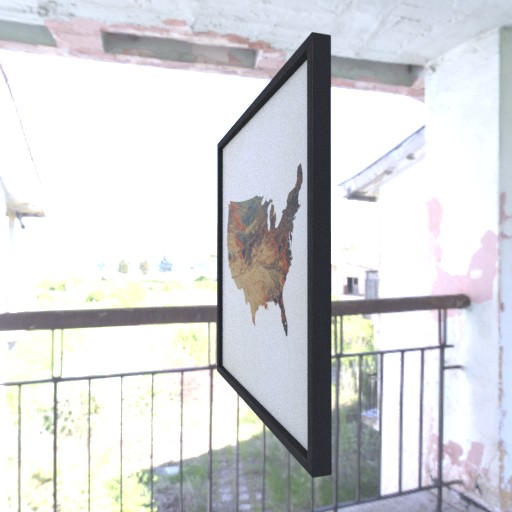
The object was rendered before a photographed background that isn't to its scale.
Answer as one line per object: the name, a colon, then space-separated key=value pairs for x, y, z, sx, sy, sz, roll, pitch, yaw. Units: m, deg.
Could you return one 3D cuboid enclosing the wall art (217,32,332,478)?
wall art: x=0.000 y=0.000 z=0.448 sx=0.015 sy=0.303 sz=0.304 roll=0 pitch=-1 yaw=-17
